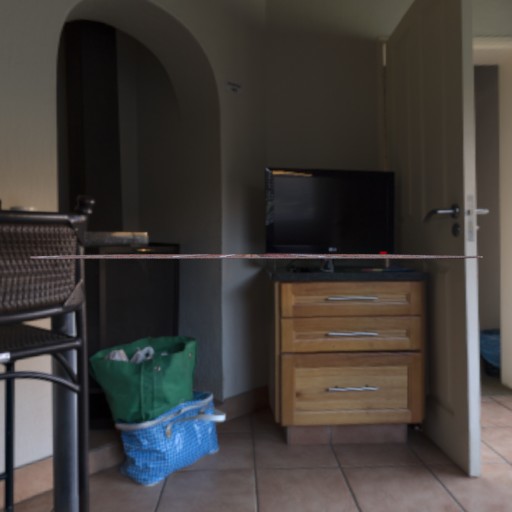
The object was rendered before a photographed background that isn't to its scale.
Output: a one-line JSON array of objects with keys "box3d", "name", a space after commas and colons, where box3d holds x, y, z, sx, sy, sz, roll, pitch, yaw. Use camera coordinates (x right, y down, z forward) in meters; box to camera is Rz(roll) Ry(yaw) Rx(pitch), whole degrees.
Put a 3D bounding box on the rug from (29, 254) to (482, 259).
[{"box3d": [0.000, 0.000, 4.227, 3.092, 0.023, 2.479, 0, 0, 0], "name": "rug"}]
